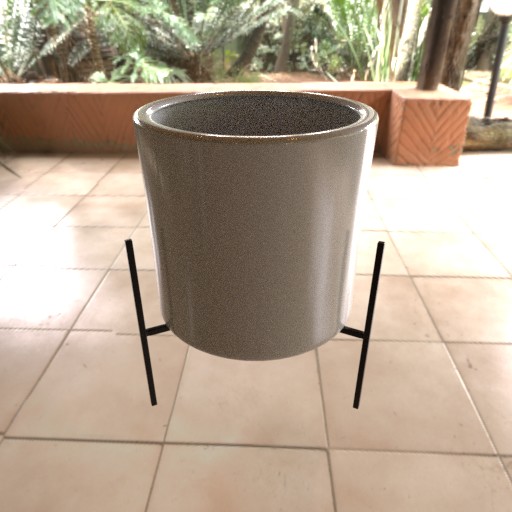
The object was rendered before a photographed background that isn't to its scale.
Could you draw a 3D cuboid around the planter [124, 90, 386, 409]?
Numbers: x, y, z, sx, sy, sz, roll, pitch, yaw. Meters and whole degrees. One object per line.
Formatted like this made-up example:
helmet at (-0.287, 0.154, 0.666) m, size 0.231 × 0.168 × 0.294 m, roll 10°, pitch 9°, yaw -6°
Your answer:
planter at (0.000, 0.000, 0.736) m, size 0.360 × 0.480 × 0.361 m, roll 1°, pitch 29°, yaw 1°
